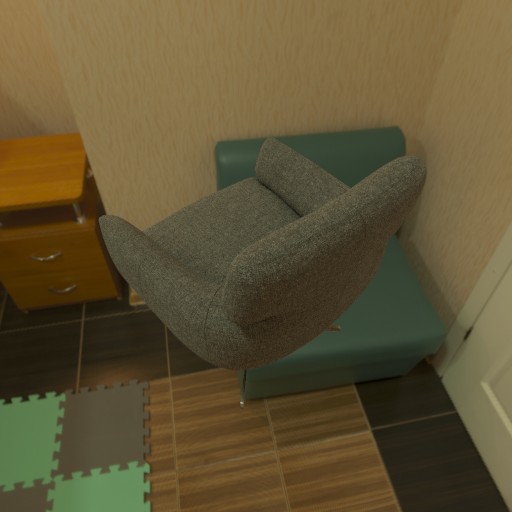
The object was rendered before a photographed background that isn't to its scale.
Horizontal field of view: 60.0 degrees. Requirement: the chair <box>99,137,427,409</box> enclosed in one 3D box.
[{"bbox_3d":[0.000,0.000,1.379,0.706,0.812,0.715,-32,54,-26],"label":"chair"}]
